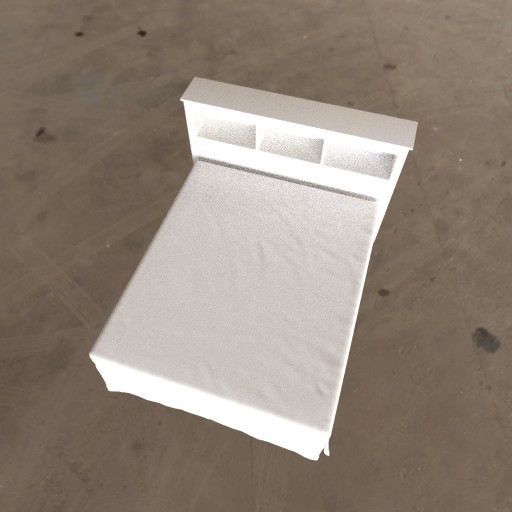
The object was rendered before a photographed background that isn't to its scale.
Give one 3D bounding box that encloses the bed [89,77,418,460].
[{"bbox_3d":[0.000,0.000,3.116,1.671,1.092,2.133,15,58,10],"label":"bed"}]
